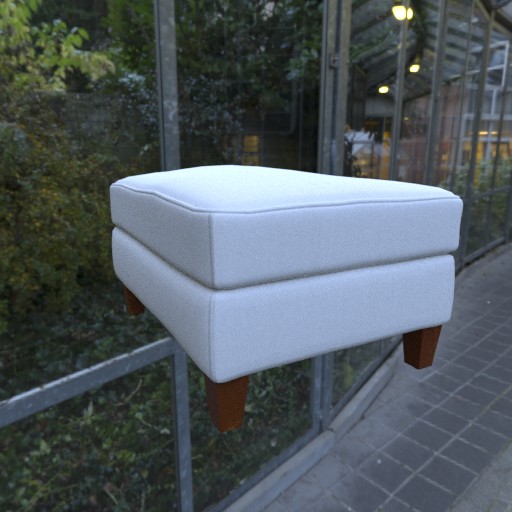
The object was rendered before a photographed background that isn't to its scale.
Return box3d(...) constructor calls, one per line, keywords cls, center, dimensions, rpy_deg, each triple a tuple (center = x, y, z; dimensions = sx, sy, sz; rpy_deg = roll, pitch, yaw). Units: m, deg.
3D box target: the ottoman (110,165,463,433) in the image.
box3d(cls="ottoman", center=(0.000, 0.000, 1.211), dimensions=(0.634, 0.479, 0.818), rpy_deg=(-7, 15, -28))
